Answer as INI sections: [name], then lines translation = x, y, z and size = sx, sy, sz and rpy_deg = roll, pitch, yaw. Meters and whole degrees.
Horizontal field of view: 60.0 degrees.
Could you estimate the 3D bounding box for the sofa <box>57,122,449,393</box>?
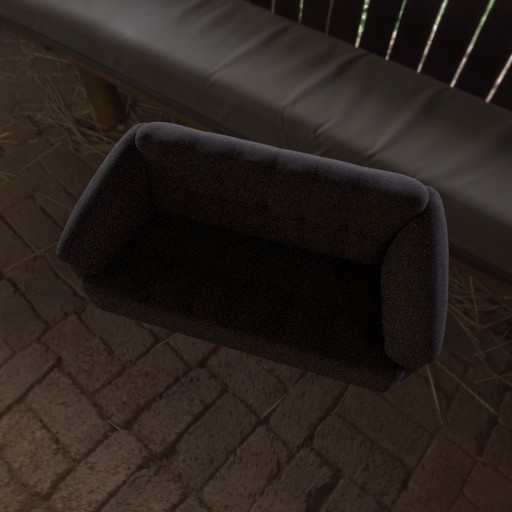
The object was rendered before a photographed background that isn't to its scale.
[sofa]
translation = 0.000, 0.000, 2.324
size = 1.849, 0.790, 0.887
rpy_deg = 15, 60, 9
